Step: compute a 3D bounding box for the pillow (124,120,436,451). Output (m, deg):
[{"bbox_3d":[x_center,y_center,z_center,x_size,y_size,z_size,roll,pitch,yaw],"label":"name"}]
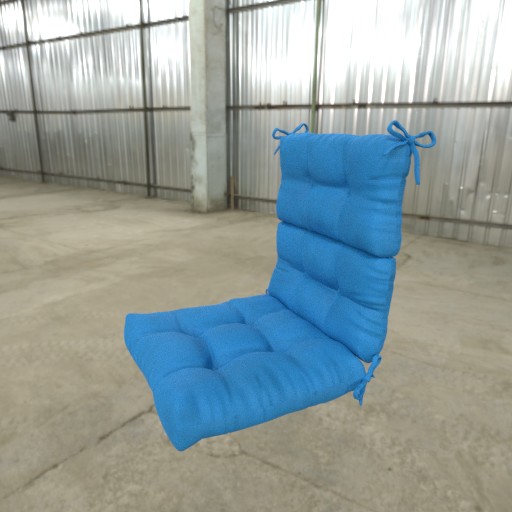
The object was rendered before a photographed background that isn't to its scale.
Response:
[{"bbox_3d":[0.000,0.000,1.038,0.571,0.605,0.519,-8,18,-25],"label":"pillow"}]
